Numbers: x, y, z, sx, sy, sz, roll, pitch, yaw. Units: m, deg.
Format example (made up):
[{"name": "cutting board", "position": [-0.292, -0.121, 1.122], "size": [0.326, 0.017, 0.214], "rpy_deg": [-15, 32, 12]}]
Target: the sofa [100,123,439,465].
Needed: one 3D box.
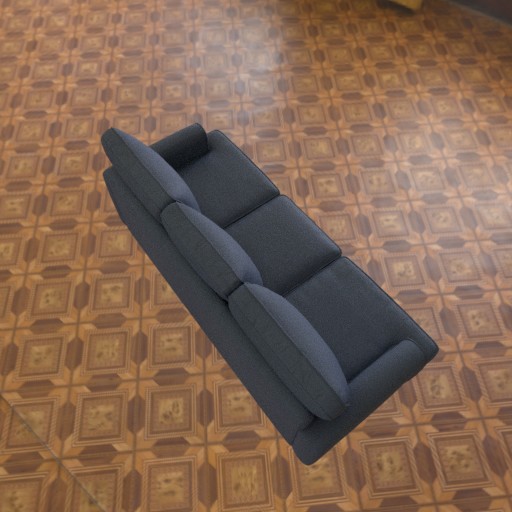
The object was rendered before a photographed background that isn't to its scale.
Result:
[{"name": "sofa", "position": [0.000, 0.000, 2.683], "size": [0.951, 0.965, 2.158], "rpy_deg": [-33, 64, -18]}]
